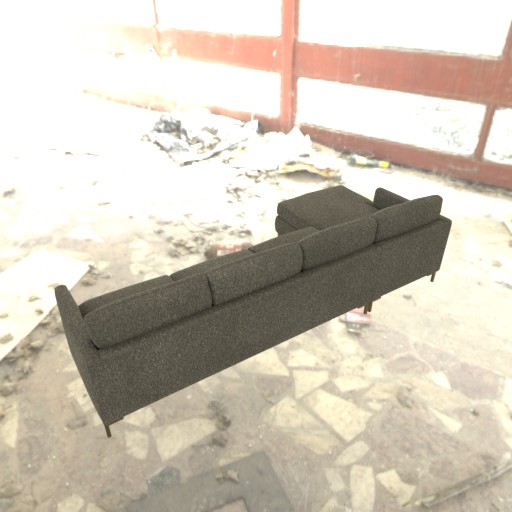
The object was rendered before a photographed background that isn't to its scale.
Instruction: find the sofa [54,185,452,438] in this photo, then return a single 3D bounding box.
[{"bbox_3d":[0.000,0.000,3.452,2.932,0.810,1.350,-19,37,-27],"label":"sofa"}]
